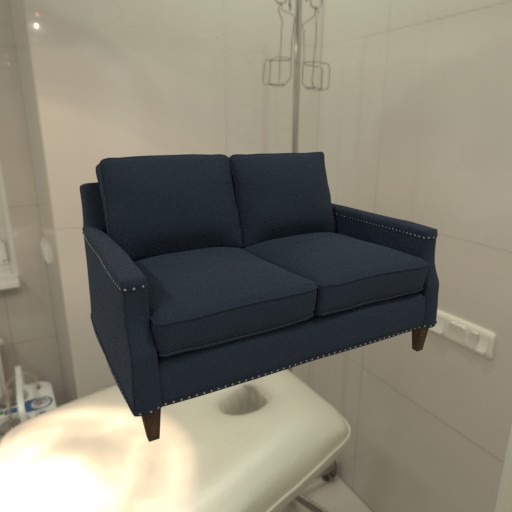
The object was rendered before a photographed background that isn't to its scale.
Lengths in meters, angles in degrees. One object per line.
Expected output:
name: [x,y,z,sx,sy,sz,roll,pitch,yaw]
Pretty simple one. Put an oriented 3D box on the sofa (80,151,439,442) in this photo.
sofa: [0.000,0.000,2.291,1.597,1.003,1.084,-9,19,-28]
